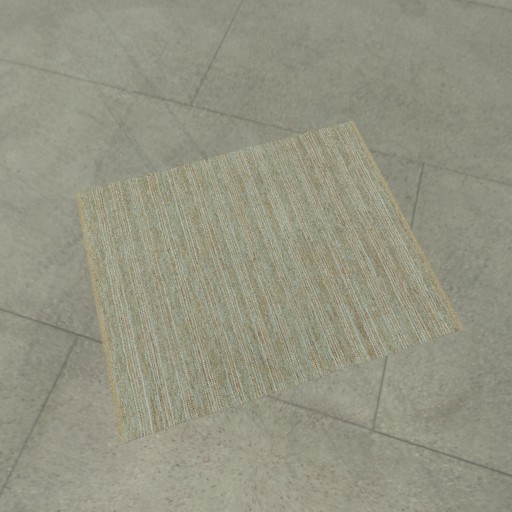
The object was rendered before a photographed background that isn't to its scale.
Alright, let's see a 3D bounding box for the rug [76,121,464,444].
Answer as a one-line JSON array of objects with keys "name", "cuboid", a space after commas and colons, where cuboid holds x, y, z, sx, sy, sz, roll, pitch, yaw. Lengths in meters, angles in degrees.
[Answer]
[{"name": "rug", "cuboid": [0.000, 0.000, 4.177, 3.034, 0.012, 2.471, -16, 66, -7]}]
